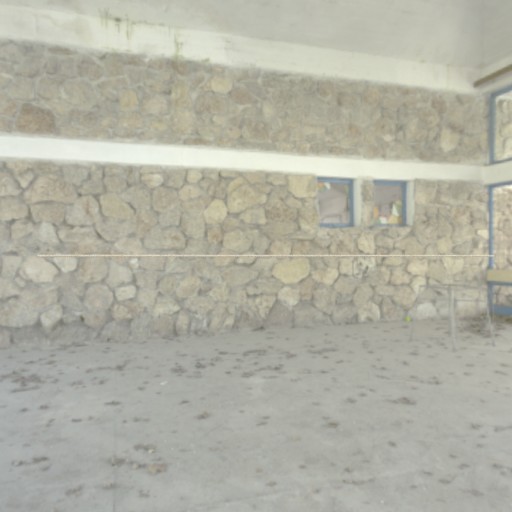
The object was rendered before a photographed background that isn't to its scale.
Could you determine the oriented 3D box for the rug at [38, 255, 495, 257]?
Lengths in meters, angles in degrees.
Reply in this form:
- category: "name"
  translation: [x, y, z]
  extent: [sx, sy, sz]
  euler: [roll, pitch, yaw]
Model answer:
- category: "rug"
  translation: [0.000, 0.000, 2.270]
  extent: [1.828, 0.007, 1.220]
  euler: [0, 0, -17]
